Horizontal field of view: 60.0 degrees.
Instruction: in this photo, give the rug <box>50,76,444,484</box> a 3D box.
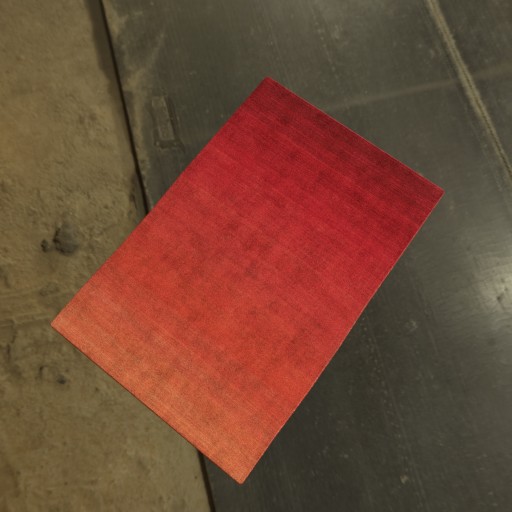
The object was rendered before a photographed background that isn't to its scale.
[{"bbox_3d":[0.000,0.000,2.330,1.230,0.018,1.835,36,78,9],"label":"rug"}]
